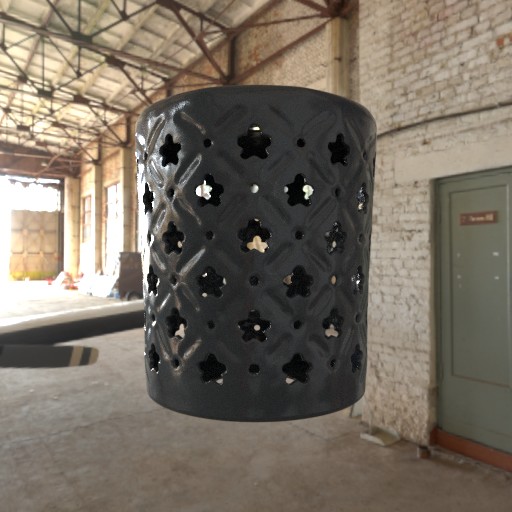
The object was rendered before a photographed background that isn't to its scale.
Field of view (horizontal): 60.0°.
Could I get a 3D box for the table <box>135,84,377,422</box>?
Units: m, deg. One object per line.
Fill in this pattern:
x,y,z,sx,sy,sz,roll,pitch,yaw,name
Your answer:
0.000,0.000,0.662,0.352,0.387,0.352,0,-1,0,table
